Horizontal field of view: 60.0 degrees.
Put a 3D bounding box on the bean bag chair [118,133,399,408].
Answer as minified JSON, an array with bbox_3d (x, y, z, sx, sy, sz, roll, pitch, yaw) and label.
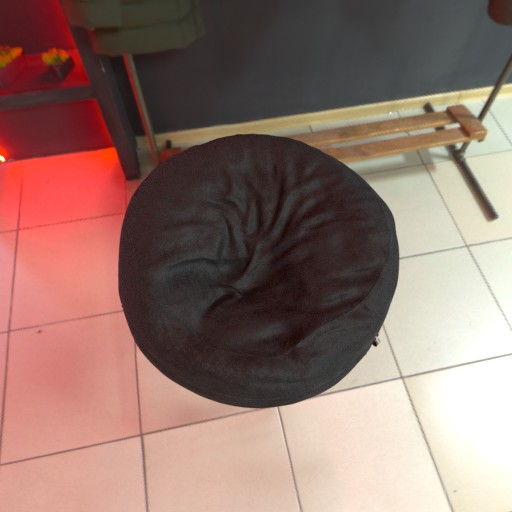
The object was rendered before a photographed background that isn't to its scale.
[{"bbox_3d":[0.000,0.000,2.428,1.525,0.751,1.525,0,60,0],"label":"bean bag chair"}]
